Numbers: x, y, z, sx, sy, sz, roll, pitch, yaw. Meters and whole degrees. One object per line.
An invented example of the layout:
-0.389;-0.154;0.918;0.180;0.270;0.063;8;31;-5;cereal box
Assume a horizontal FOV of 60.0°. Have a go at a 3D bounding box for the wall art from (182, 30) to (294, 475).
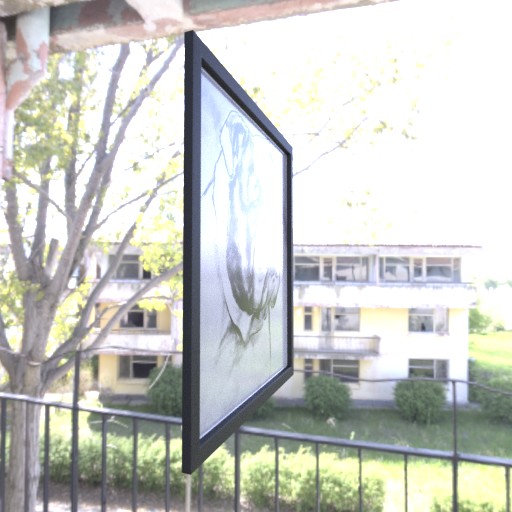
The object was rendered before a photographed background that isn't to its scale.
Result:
0.000;0.000;0.971;0.016;0.659;0.663;-1;-2;18;wall art
